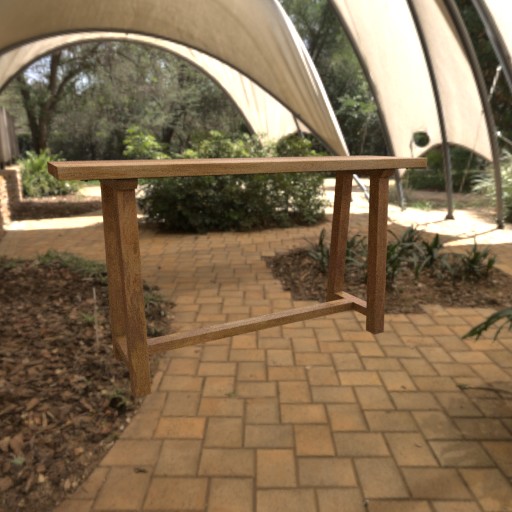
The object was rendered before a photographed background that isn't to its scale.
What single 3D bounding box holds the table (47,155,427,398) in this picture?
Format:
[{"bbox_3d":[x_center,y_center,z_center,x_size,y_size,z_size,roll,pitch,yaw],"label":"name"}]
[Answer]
[{"bbox_3d":[0.000,0.000,1.904,1.524,0.810,0.405,-8,16,-27],"label":"table"}]
